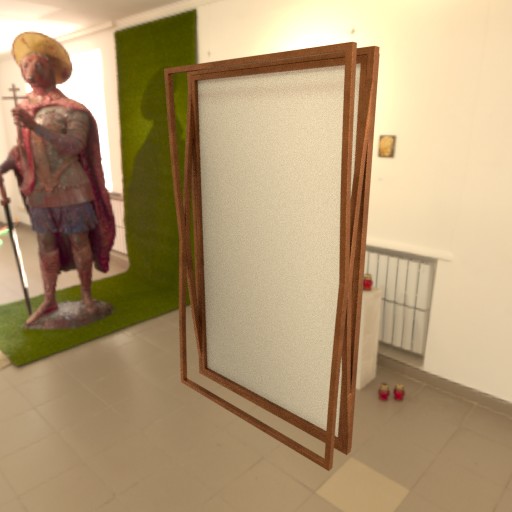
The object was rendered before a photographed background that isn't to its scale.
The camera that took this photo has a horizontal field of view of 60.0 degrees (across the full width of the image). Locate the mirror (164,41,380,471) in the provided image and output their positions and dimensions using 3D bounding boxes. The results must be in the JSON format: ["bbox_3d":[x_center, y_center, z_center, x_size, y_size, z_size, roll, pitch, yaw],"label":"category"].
[{"bbox_3d":[0.000,0.000,0.937,0.468,0.768,0.082,15,22,41],"label":"mirror"}]
